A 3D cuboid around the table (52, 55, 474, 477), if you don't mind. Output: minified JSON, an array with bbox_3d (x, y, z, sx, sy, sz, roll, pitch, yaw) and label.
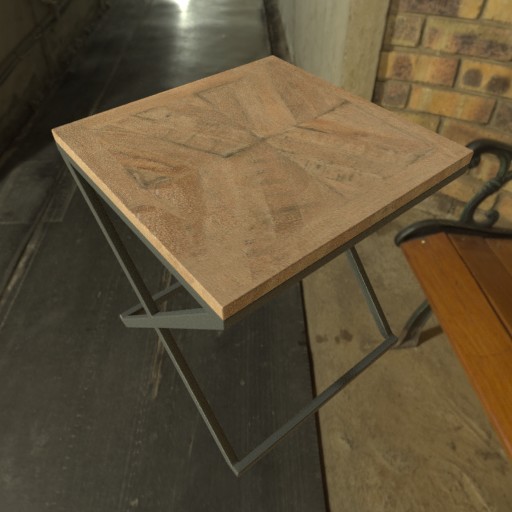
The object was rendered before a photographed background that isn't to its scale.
[{"bbox_3d":[0.000,0.000,0.926,0.499,0.550,0.498,-30,53,-26],"label":"table"}]
